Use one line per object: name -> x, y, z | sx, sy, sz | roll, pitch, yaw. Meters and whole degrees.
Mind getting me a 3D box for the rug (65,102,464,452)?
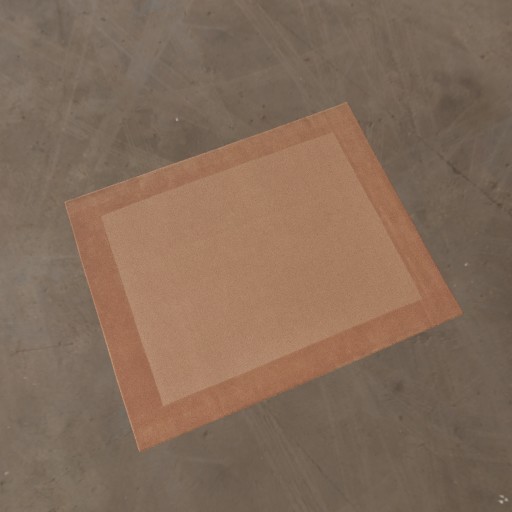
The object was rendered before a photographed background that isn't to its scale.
rug -> 0.000, 0.000, 4.151 | 3.057, 0.021, 2.431 | -21, 73, -7
